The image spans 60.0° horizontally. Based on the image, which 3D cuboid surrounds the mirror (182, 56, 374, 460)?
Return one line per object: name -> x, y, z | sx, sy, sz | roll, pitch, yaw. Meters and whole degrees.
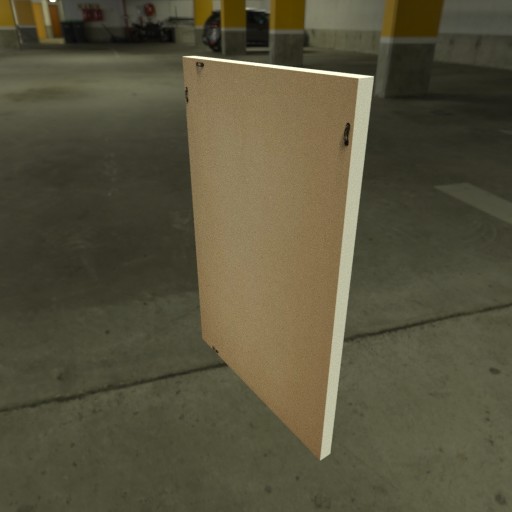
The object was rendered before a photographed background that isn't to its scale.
mirror -> 0.000, 0.000, 1.149 | 0.041, 0.914, 0.609 | -18, 33, -31
